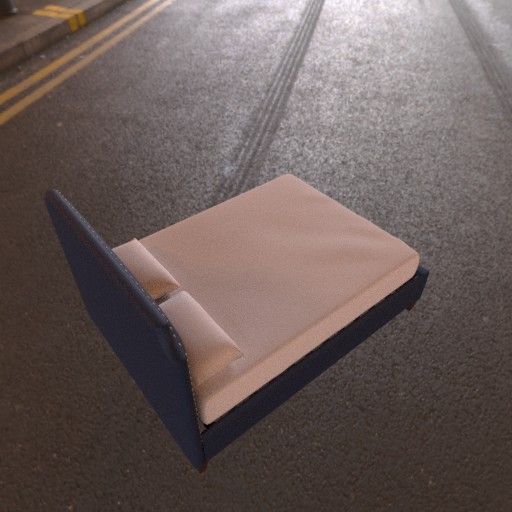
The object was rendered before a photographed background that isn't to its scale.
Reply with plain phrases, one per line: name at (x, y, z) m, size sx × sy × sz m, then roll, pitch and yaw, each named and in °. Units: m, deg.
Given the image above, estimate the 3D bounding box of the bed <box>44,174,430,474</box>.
bed at (0.000, 0.000, 3.425) m, size 2.372 × 1.443 × 1.712 m, roll -29°, pitch 49°, yaw -28°
